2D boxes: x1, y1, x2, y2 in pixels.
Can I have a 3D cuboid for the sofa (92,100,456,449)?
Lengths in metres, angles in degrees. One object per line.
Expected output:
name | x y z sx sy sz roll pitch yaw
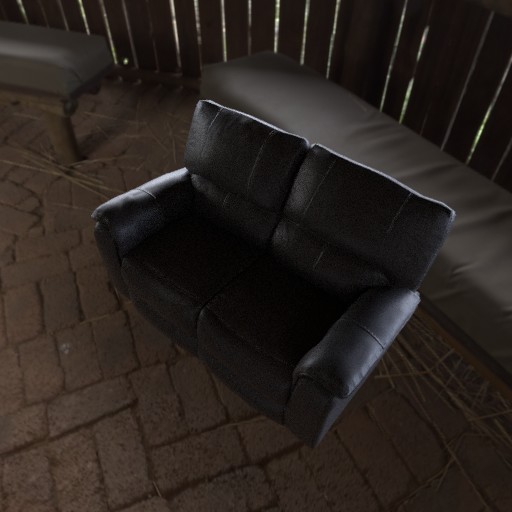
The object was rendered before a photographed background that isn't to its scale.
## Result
sofa | 0.000 0.000 2.513 1.765 1.111 1.104 32 54 27
